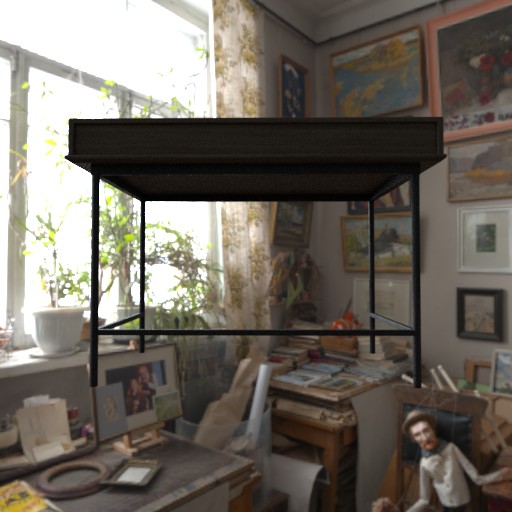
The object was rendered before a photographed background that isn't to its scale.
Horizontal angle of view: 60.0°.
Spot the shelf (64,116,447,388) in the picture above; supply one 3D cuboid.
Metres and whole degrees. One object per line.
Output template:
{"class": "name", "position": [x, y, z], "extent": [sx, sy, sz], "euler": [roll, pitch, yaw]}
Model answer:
{"class": "shelf", "position": [0.000, 0.000, 1.738], "extent": [1.212, 0.865, 0.685], "euler": [0, -2, 1]}
